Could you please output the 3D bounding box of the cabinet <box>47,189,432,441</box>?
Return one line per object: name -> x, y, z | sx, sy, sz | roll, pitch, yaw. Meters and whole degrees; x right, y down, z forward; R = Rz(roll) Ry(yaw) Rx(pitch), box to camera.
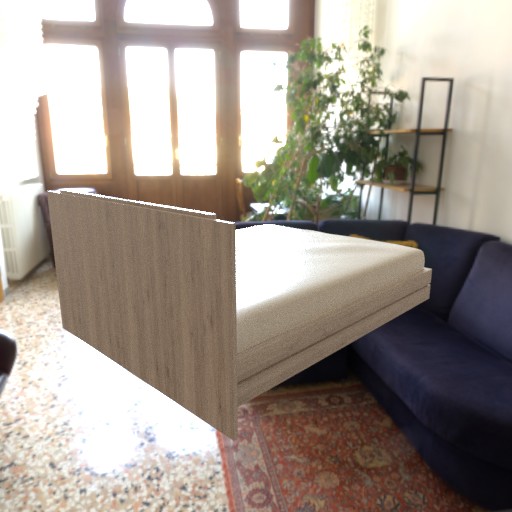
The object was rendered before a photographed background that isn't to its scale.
cabinet -> 0.000, 0.000, 3.115 | 1.750, 0.970, 2.080 | 13, 19, 42
